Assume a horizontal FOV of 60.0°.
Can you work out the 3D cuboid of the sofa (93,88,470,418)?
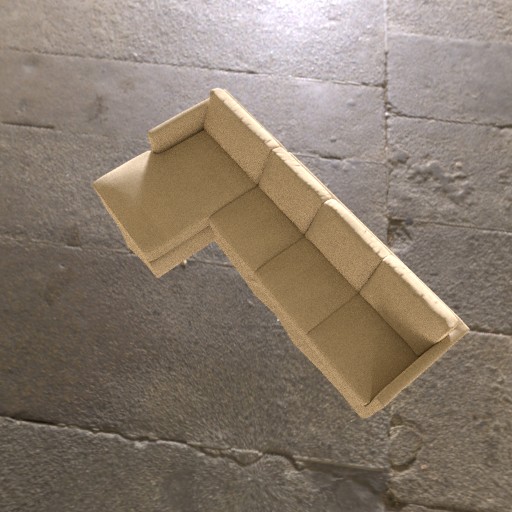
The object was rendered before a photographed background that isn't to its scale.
[{"bbox_3d":[0.000,0.000,3.931,1.650,0.922,3.205,-35,68,-16],"label":"sofa"}]
